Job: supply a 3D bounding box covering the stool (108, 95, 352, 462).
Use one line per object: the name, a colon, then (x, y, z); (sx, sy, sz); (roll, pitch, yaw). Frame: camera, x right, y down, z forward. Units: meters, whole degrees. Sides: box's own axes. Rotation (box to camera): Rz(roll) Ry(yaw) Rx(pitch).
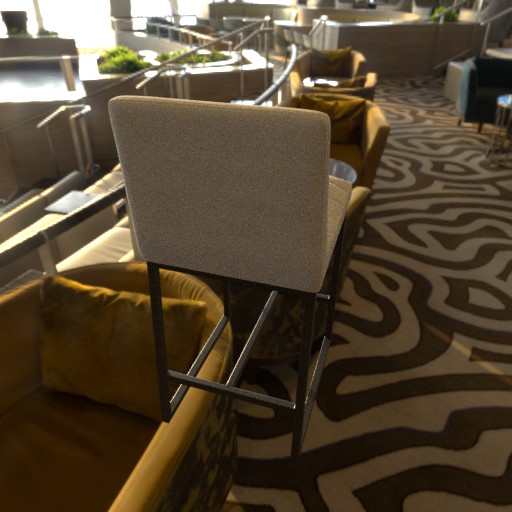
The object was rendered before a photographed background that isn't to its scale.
stool: (0.000, 0.000, 1.279); (0.459, 0.971, 0.567); (10, 33, 15)
